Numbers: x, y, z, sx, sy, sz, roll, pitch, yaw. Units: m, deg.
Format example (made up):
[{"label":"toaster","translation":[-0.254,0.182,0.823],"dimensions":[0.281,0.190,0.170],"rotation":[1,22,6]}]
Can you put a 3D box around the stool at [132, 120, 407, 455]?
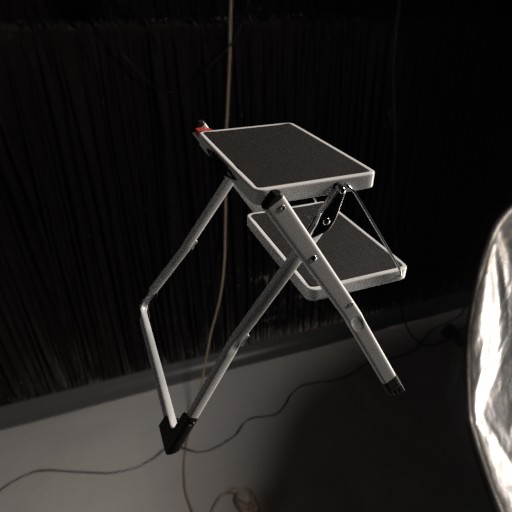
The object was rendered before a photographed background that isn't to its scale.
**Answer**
[{"label":"stool","translation":[0.000,0.000,0.879],"dimensions":[0.490,0.445,0.485],"rotation":[-11,33,-18]}]
